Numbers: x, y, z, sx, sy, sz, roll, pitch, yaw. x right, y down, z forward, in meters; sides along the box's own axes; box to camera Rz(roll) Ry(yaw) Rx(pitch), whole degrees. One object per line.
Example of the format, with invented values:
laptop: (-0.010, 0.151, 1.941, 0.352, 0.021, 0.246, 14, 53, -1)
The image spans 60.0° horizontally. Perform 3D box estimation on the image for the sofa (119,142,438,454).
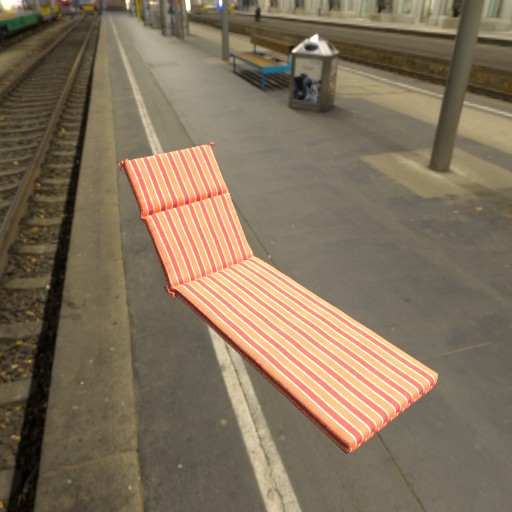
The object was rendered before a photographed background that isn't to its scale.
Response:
sofa: (0.000, 0.000, 2.021, 0.582, 0.622, 1.663, -21, 36, -32)
